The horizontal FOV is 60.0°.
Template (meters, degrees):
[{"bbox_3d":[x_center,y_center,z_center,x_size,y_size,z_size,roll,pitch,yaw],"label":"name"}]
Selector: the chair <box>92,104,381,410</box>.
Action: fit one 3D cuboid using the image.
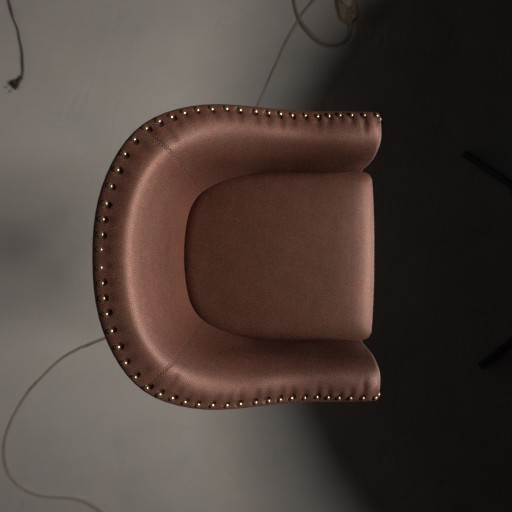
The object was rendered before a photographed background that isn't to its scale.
[{"bbox_3d":[0.000,0.000,1.420,0.748,0.823,0.794,0,91,1],"label":"chair"}]
